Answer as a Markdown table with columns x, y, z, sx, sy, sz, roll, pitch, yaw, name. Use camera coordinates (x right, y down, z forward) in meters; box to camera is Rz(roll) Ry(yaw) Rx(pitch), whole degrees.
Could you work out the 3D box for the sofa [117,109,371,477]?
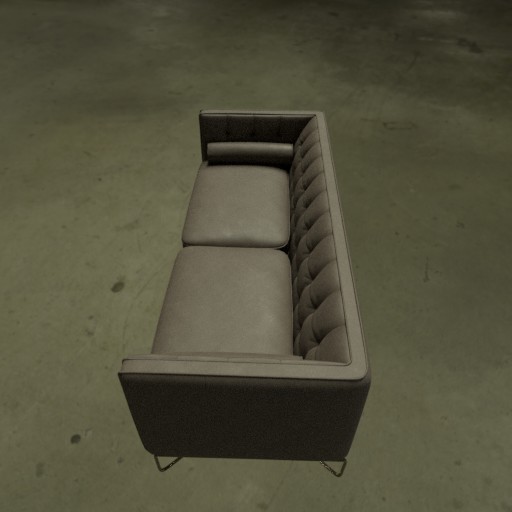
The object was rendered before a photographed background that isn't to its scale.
| x | y | z | sx | sy | sz | roll | pitch | yaw | name |
| --- | --- | --- | --- | --- | --- | --- | --- | --- | --- |
| 0.000 | 0.000 | 2.453 | 0.867 | 0.789 | 2.087 | 2 | 42 | 2 | sofa |
